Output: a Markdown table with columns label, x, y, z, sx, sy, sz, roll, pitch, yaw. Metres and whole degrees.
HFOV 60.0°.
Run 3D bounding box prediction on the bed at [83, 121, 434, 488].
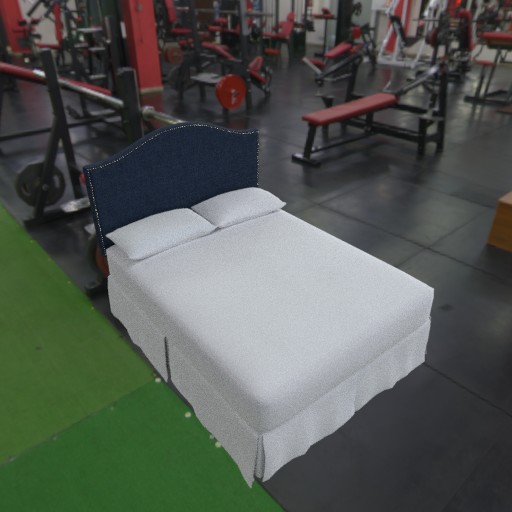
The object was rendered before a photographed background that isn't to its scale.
| label | x | y | z | sx | sy | sz | roll | pitch | yaw |
| --- | --- | --- | --- | --- | --- | --- | --- | --- | --- |
| bed | 0.000 | 0.000 | 3.279 | 1.725 | 1.518 | 2.153 | -23 | 38 | -32 |
